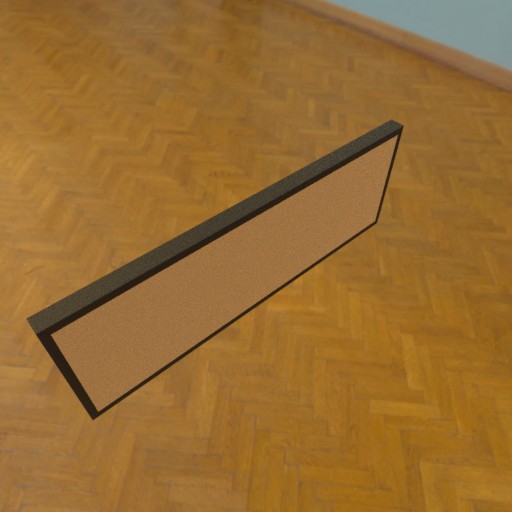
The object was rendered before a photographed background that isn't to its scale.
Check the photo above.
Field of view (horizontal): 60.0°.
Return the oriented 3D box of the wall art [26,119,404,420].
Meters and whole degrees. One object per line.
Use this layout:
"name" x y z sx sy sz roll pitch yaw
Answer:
"wall art" 0.000 0.000 0.944 0.860 0.303 0.037 -32 55 -26
